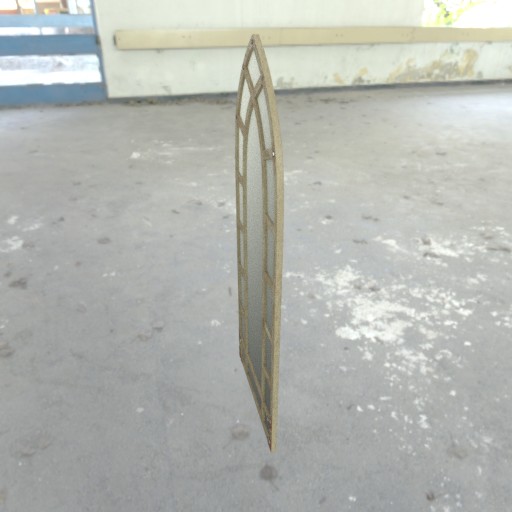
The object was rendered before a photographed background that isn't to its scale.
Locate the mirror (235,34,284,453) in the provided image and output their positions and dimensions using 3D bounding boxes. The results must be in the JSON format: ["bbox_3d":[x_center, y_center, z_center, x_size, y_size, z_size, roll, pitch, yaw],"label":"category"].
[{"bbox_3d":[0.000,0.000,1.310,0.025,1.175,0.464,-7,30,-12],"label":"mirror"}]
